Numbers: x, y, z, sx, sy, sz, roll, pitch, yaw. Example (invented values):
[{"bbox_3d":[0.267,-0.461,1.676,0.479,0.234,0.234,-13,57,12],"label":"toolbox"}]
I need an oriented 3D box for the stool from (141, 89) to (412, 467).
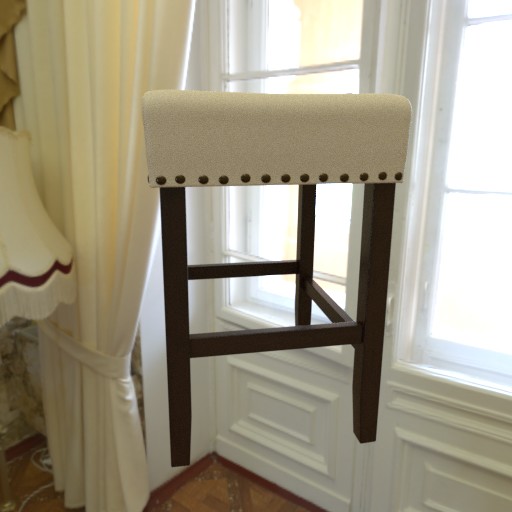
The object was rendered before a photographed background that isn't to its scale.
[{"bbox_3d":[0.000,0.000,0.920,0.401,0.609,0.471,-3,15,-10],"label":"stool"}]
